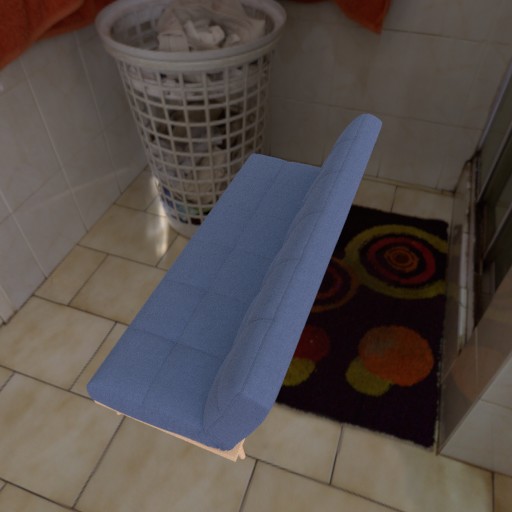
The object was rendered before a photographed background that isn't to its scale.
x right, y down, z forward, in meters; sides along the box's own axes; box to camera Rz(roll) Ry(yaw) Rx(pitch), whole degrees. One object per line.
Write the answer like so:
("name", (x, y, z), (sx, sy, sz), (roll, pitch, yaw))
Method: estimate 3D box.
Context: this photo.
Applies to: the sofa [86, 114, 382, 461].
("sofa", (0.000, 0.000, 2.221), (0.796, 0.800, 1.800), (16, 49, 15))
